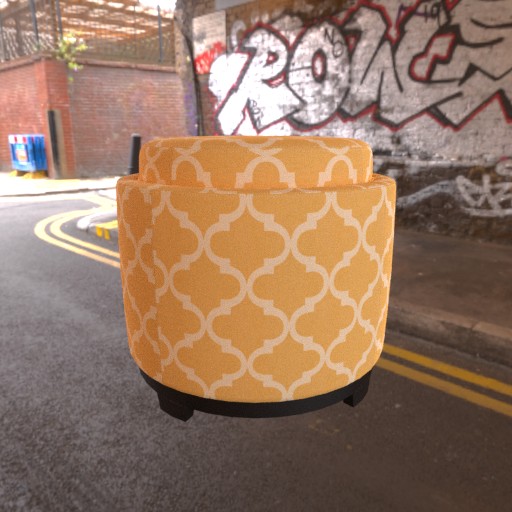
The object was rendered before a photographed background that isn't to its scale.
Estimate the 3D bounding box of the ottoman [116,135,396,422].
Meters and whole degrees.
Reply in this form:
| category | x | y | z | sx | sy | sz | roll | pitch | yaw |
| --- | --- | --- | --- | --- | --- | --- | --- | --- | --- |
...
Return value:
| category | x | y | z | sx | sy | sz | roll | pitch | yaw |
| --- | --- | --- | --- | --- | --- | --- | --- | --- | --- |
| ottoman | 0.000 | 0.000 | 0.818 | 0.480 | 0.429 | 0.480 | 0 | 15 | 0 |
